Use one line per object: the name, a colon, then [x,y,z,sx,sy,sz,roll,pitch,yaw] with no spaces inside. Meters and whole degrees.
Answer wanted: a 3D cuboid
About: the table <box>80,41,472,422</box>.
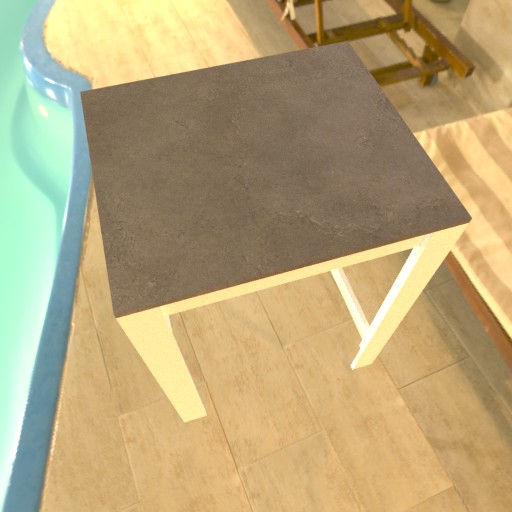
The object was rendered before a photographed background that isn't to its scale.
table: [0.000,0.000,1.541,0.800,1.020,0.700,-15,59,-9]
